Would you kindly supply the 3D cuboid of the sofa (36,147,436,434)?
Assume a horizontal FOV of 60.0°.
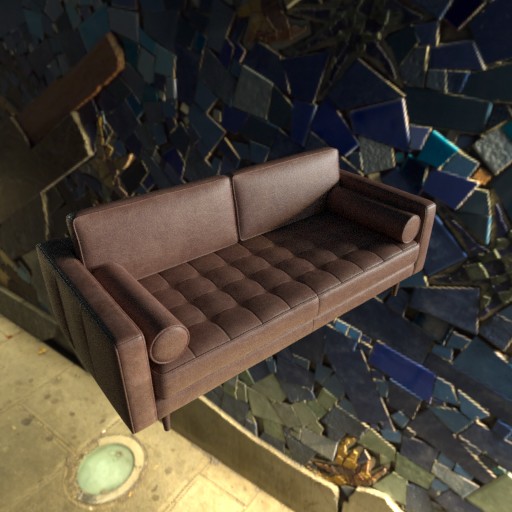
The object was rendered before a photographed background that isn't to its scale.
[{"bbox_3d":[0.000,0.000,2.290,1.870,0.760,0.910,-22,37,-33],"label":"sofa"}]
